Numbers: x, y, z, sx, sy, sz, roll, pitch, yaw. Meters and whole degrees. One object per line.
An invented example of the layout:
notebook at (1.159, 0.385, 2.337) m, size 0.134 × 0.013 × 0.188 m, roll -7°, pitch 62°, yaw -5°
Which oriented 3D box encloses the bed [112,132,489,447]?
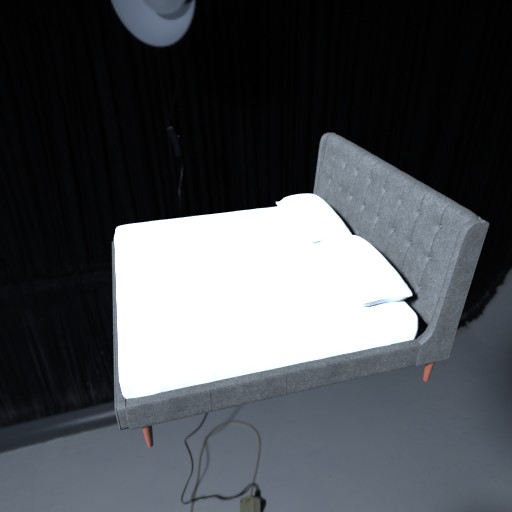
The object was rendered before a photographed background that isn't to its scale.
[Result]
bed at (0.000, 0.000, 2.543) m, size 1.638 × 0.933 × 1.531 m, roll -8°, pitch 31°, yaw -14°
